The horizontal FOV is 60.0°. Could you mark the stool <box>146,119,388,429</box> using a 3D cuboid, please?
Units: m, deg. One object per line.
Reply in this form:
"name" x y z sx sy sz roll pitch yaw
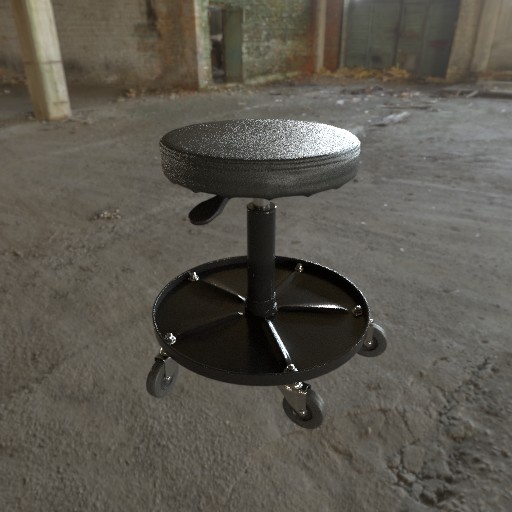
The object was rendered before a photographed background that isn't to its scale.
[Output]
"stool" 0.000 0.000 0.681 0.381 0.365 0.382 17 31 31
